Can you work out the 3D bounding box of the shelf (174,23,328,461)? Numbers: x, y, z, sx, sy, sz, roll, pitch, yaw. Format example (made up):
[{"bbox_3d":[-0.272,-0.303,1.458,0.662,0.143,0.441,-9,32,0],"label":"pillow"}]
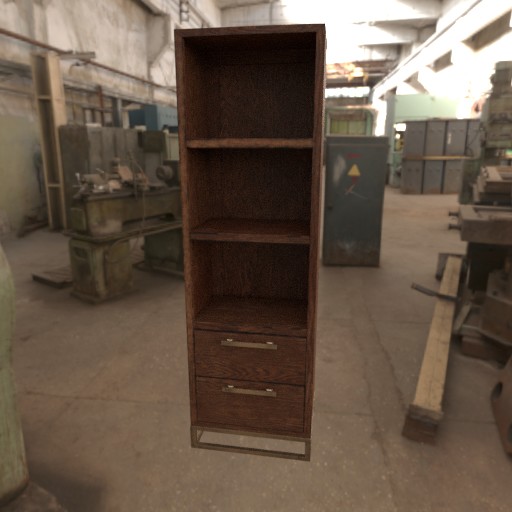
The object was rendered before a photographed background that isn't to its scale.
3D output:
[{"bbox_3d":[0.000,0.000,1.917,0.539,1.732,0.395,3,15,9],"label":"shelf"}]
